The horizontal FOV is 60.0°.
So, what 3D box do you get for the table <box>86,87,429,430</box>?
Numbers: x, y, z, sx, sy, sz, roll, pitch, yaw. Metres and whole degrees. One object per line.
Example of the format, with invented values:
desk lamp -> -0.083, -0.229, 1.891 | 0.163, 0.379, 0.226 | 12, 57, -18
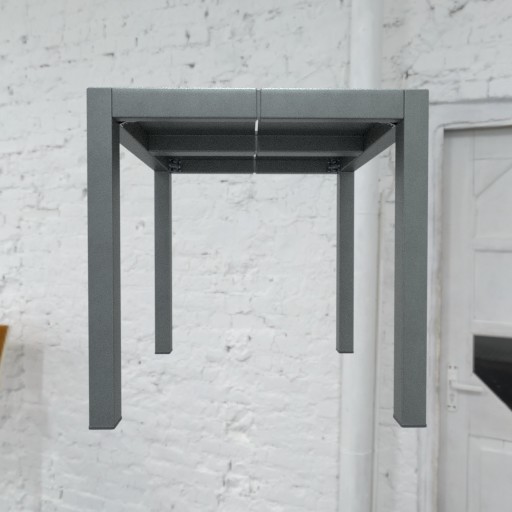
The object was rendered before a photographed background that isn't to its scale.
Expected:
table -> 0.000, 0.000, 0.912 | 0.508, 0.508, 0.508 | 0, 1, -1
